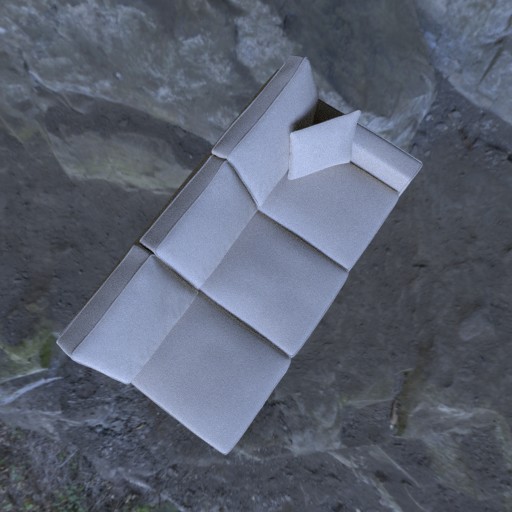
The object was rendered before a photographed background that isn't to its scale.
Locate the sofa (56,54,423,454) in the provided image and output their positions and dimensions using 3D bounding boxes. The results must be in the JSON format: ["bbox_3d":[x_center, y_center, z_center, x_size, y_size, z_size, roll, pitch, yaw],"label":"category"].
[{"bbox_3d":[0.000,0.000,2.578,1.034,0.946,1.963,35,78,8],"label":"sofa"}]
